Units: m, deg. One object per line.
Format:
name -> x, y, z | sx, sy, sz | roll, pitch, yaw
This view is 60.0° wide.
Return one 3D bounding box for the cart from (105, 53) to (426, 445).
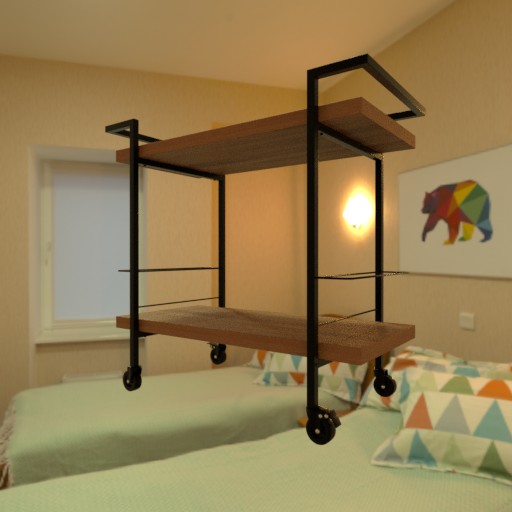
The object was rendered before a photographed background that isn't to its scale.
cart -> 0.000, 0.000, 1.229 | 0.806, 0.762, 0.406 | 0, 0, 36
